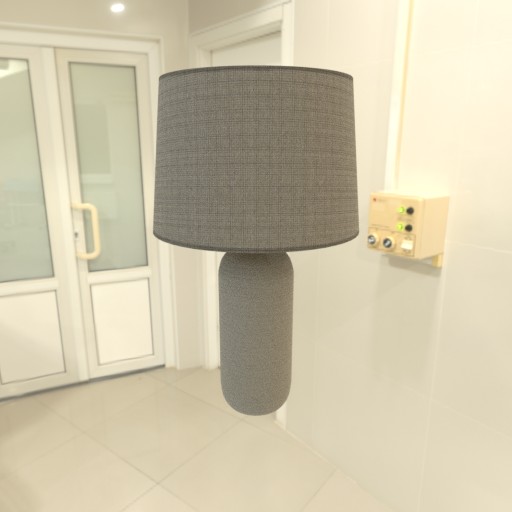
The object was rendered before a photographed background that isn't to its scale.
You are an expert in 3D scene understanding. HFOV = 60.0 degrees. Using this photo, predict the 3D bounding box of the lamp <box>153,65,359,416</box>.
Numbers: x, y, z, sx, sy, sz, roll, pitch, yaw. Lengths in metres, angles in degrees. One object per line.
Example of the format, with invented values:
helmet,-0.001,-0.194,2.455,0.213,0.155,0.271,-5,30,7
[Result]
lamp,0.000,0.000,0.821,0.367,0.609,0.367,0,15,0
